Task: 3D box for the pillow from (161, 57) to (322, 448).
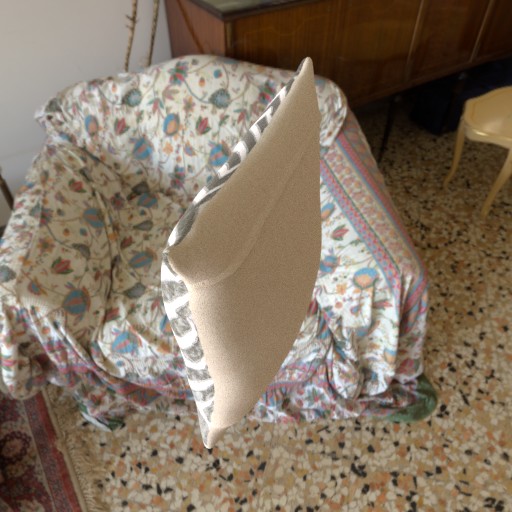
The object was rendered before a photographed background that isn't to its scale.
[{"bbox_3d":[0.000,0.000,0.670,0.182,0.441,0.440,16,48,15],"label":"pillow"}]
